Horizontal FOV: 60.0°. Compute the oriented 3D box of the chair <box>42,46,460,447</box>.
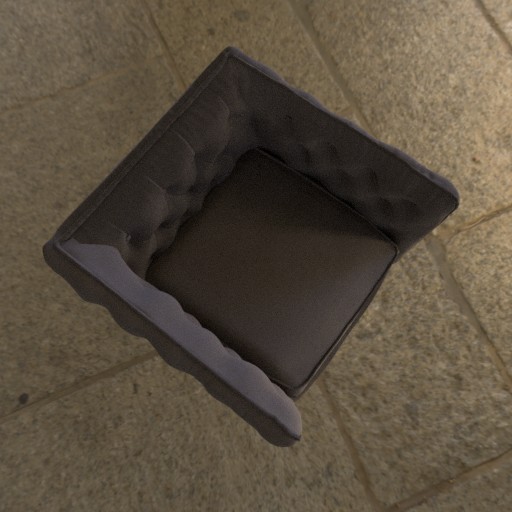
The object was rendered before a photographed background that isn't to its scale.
[{"bbox_3d":[0.000,0.000,1.643,0.913,0.807,0.946,36,78,9],"label":"chair"}]
